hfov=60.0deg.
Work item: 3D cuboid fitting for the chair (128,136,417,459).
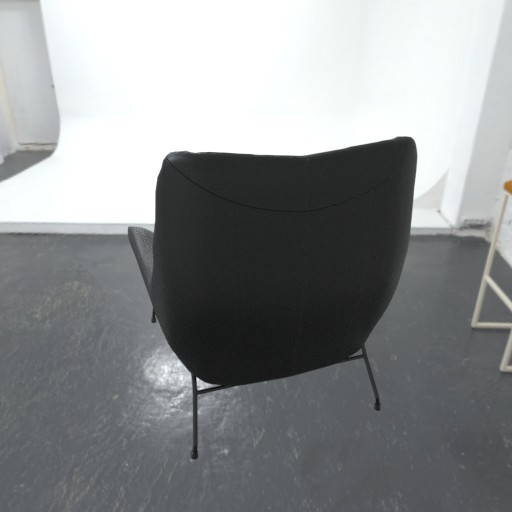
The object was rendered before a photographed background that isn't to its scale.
[{"bbox_3d":[0.000,0.000,1.567,0.836,0.922,0.826,-8,27,-16],"label":"chair"}]
